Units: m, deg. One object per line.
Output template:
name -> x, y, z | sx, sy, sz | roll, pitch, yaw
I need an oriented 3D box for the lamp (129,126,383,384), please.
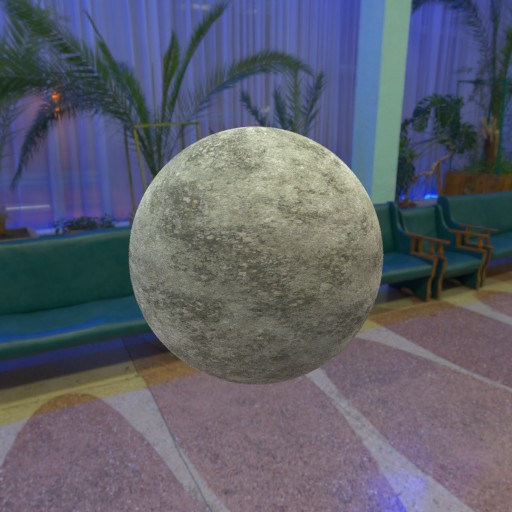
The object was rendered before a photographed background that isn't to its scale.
lamp -> 0.000, 0.000, 0.765 | 0.422, 0.429, 0.422 | 0, 16, 0
